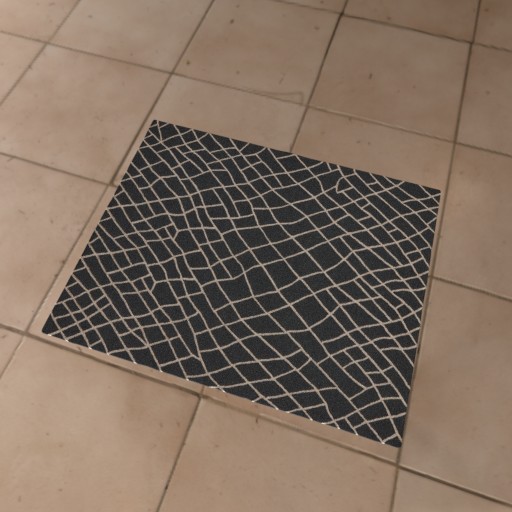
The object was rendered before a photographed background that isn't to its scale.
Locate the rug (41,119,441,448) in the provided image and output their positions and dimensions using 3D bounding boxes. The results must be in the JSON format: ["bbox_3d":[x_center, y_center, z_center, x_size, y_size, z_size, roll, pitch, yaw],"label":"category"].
[{"bbox_3d":[0.000,0.000,4.033,3.047,0.022,2.439,16,65,7],"label":"rug"}]
